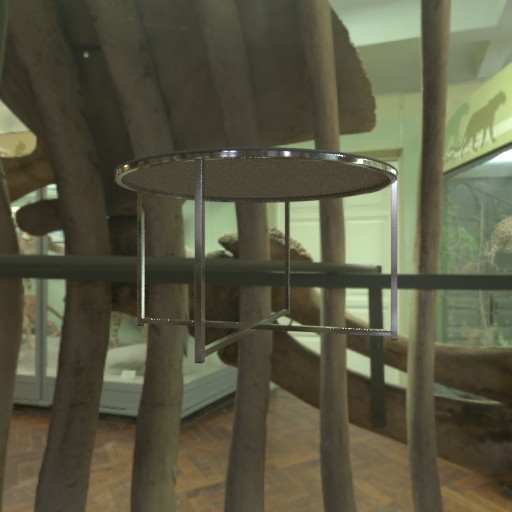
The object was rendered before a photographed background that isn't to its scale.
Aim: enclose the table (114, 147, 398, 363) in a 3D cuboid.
[{"bbox_3d":[0.000,0.000,1.311,0.800,0.450,0.800,0,0,0],"label":"table"}]
